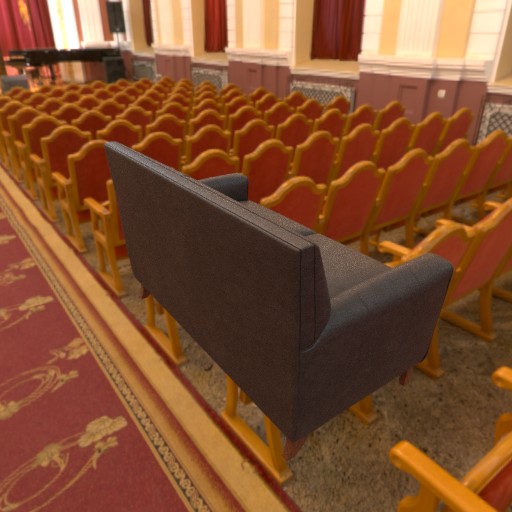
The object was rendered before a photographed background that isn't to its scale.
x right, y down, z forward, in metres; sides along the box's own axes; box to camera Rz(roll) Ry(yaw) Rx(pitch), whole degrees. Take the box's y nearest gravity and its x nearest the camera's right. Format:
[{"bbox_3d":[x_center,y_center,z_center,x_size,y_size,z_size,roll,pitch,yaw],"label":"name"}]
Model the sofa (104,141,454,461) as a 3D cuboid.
[{"bbox_3d":[0.000,0.000,2.019,0.787,0.871,1.473,-18,32,-31],"label":"sofa"}]
